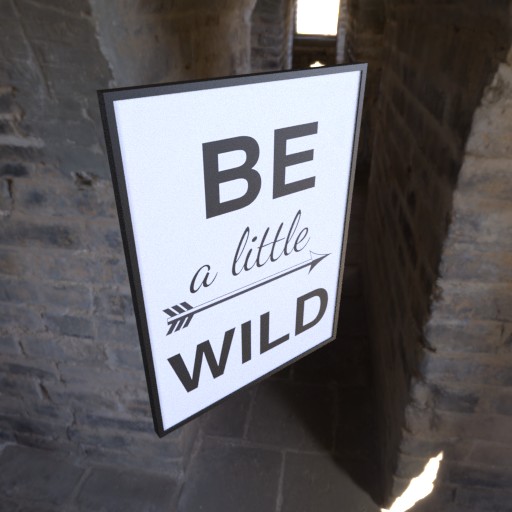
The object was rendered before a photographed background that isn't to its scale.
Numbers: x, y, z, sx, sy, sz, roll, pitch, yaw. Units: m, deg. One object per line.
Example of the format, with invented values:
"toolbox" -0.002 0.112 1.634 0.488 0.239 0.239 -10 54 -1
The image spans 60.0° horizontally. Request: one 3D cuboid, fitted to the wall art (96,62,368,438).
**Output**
"wall art" 0.000 0.000 1.387 0.806 1.062 0.038 -21 36 -32
